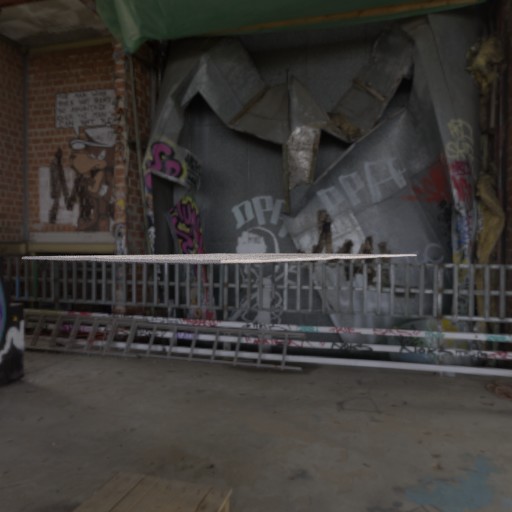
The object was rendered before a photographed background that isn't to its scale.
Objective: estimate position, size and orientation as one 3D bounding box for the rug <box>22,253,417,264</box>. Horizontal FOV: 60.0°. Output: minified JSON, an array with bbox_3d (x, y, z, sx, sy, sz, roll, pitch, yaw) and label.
[{"bbox_3d":[0.000,0.000,1.071,0.515,0.007,0.867,1,1,36],"label":"rug"}]
